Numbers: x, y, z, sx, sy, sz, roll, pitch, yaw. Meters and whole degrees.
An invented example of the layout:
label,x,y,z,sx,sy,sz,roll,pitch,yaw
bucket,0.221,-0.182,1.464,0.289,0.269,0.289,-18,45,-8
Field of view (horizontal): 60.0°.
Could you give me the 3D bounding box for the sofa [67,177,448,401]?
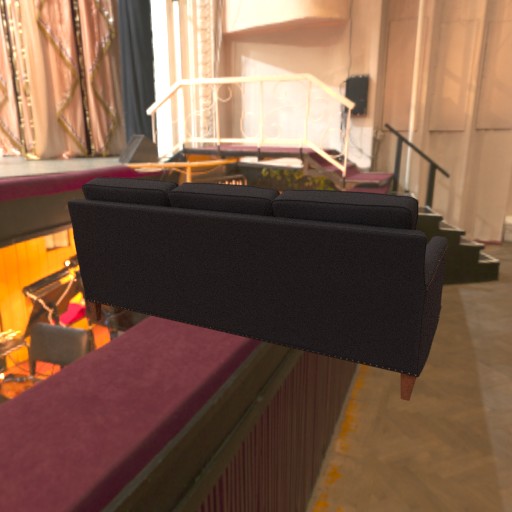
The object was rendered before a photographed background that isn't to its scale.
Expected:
label,x,y,z,sx,sy,sz,roll,pitch,yaw
sofa,0.000,0.000,2.889,2.246,1.003,1.084,8,18,26
